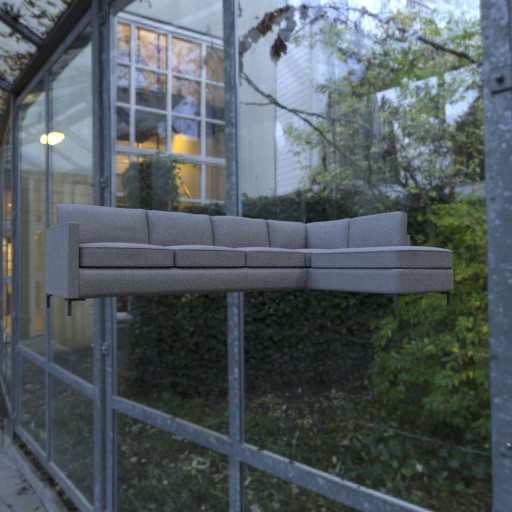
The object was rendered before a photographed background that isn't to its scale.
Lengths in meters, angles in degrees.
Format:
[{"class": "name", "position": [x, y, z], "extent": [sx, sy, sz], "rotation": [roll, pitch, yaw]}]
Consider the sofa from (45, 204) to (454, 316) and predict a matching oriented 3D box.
[{"class": "sofa", "position": [0.000, 0.000, 4.234], "extent": [3.331, 0.964, 2.077], "rotation": [1, -2, -35]}]
